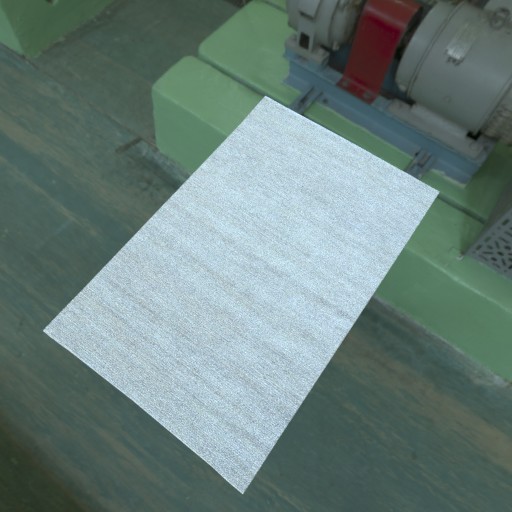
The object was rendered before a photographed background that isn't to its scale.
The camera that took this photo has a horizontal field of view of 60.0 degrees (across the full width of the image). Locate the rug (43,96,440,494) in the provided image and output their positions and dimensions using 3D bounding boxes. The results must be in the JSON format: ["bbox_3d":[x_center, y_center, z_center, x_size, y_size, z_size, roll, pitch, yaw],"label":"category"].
[{"bbox_3d":[0.000,0.000,2.263,1.179,0.022,1.820,34,70,14],"label":"rug"}]
